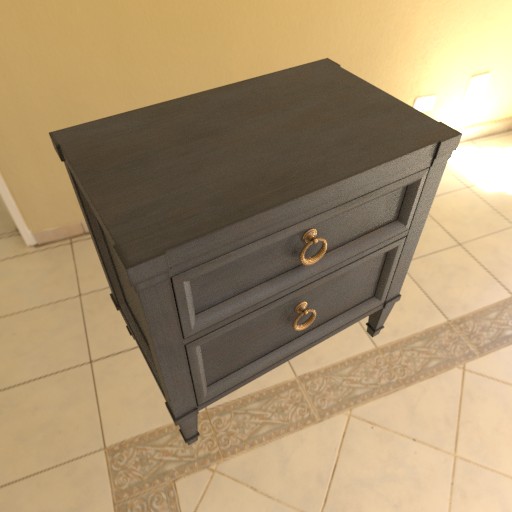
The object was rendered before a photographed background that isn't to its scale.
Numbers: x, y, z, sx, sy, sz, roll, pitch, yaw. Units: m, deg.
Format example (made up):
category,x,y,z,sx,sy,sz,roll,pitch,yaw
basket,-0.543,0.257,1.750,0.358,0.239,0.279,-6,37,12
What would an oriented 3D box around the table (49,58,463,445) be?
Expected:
category,x,y,z,sx,sy,sz,roll,pitch,yaw
table,0.000,0.000,1.066,0.660,0.660,0.413,-24,50,-21
